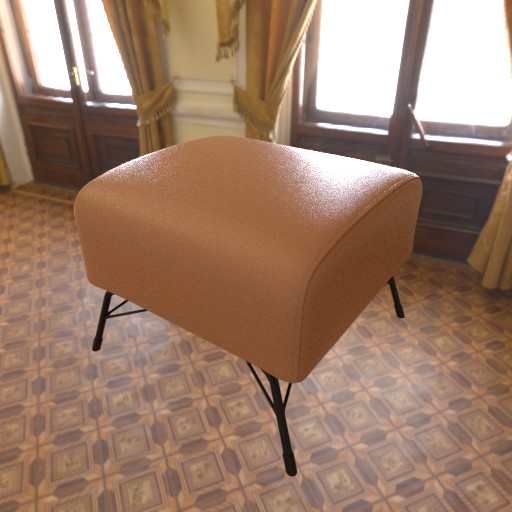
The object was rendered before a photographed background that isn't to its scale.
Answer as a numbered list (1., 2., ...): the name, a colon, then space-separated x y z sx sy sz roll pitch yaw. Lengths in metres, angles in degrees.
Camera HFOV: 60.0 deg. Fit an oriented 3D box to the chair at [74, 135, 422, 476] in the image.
1. chair: 0.000 0.000 0.939 0.530 0.410 0.530 20 35 30
